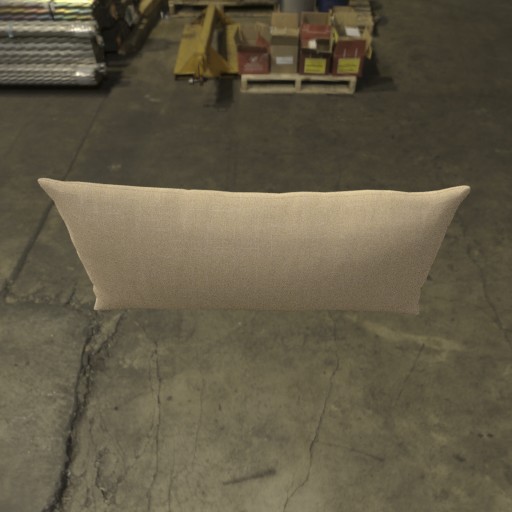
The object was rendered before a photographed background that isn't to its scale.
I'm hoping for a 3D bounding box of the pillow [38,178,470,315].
[{"bbox_3d":[0.000,0.000,0.724,0.612,0.308,0.148,1,48,1],"label":"pillow"}]
